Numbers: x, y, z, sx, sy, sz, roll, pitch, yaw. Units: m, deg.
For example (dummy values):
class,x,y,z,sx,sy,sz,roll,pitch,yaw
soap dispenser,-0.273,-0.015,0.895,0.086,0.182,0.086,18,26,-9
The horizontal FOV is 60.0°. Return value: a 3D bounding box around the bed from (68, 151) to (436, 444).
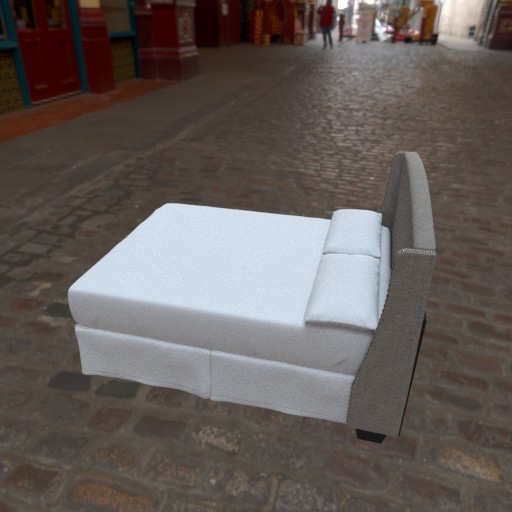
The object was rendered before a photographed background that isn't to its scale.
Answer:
class,x,y,z,sx,sy,sz,roll,pitch,yaw
bed,0.000,0.000,3.286,2.237,1.407,1.710,7,30,13
